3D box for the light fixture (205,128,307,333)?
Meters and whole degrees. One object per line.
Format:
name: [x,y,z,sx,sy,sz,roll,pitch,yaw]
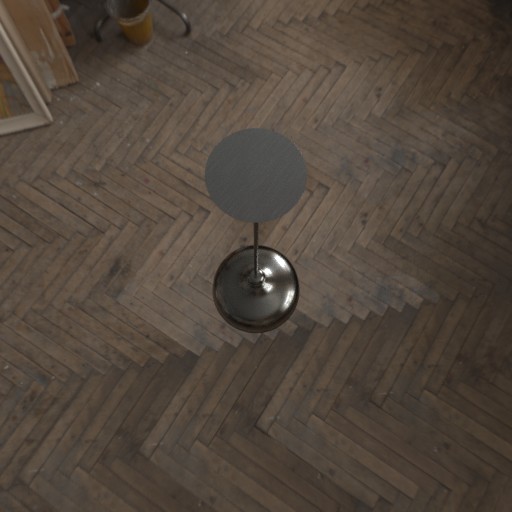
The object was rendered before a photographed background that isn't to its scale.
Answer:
light fixture: [0.000,0.000,1.070,0.299,0.935,0.299,38,79,9]
